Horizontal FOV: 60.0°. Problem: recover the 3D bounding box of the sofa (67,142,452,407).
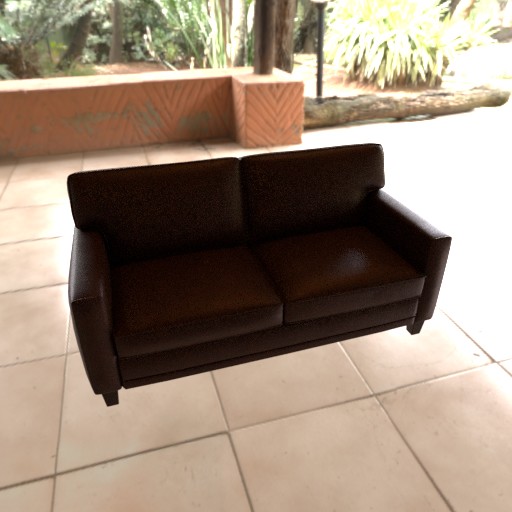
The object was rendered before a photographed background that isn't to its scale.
[{"bbox_3d":[0.000,0.000,2.409,1.876,0.928,0.912,-9,32,-15],"label":"sofa"}]
